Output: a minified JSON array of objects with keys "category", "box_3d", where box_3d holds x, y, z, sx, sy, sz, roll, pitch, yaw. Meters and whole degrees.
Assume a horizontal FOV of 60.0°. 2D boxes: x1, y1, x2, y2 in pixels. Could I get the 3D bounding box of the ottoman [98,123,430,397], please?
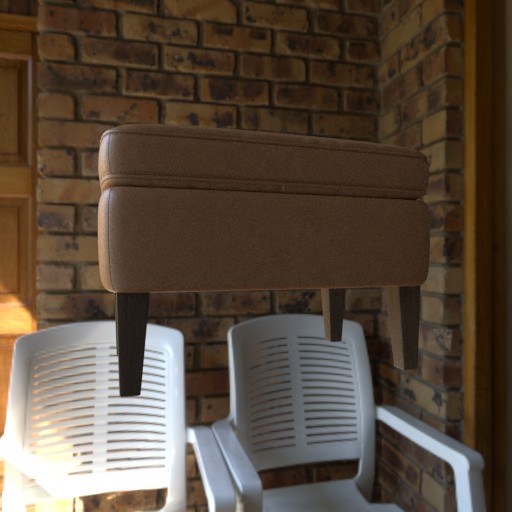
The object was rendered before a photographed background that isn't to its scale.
[{"category":"ottoman","box_3d":[0.000,0.000,1.000,0.670,0.480,0.420,0,0,-18]}]
